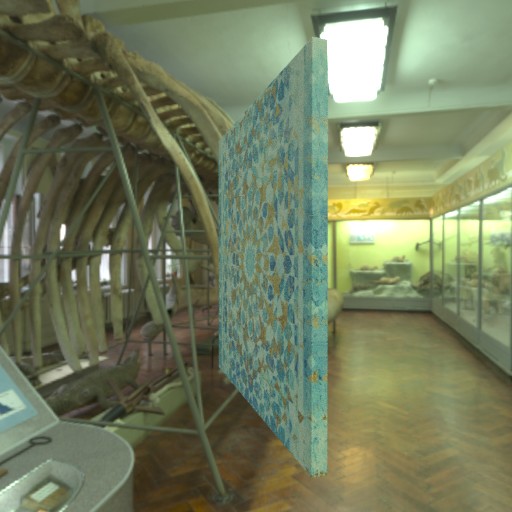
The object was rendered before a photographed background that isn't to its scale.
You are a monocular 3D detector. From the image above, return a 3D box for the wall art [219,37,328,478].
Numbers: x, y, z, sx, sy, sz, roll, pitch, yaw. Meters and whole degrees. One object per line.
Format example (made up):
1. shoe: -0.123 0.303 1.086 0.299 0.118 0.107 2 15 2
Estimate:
1. wall art: 0.000 0.000 1.362 0.040 0.916 0.916 0 1 -17
